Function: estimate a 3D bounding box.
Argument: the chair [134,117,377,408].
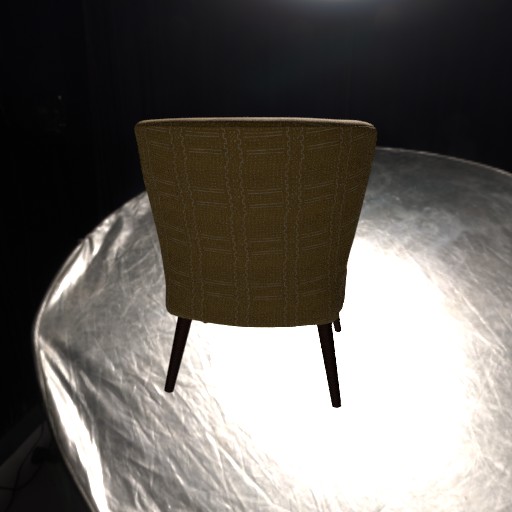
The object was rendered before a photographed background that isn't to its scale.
[{"bbox_3d":[0.000,0.000,1.461,0.706,0.866,0.758,3,17,8],"label":"chair"}]
